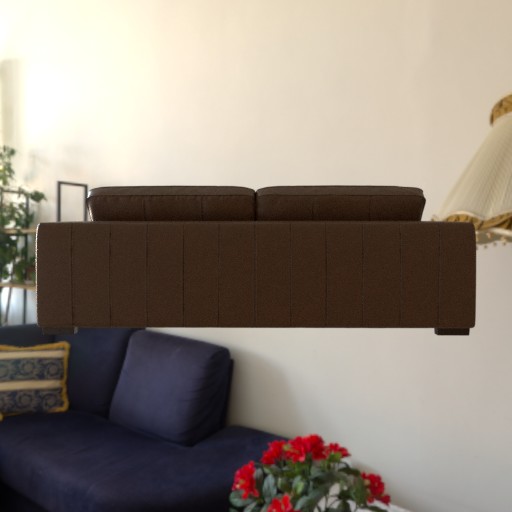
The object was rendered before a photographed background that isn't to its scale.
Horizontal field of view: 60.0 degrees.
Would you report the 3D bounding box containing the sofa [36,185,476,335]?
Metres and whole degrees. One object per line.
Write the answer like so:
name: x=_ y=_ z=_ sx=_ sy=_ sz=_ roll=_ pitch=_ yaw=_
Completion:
sofa: x=0.000 y=0.000 z=2.776 sx=2.262 sy=0.801 sz=1.070 roll=0 pitch=2 yaw=1
